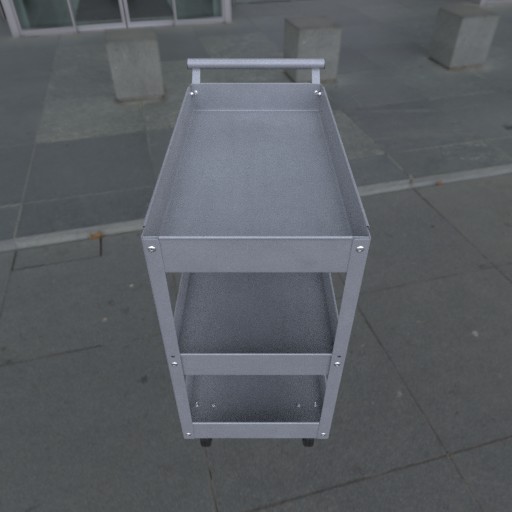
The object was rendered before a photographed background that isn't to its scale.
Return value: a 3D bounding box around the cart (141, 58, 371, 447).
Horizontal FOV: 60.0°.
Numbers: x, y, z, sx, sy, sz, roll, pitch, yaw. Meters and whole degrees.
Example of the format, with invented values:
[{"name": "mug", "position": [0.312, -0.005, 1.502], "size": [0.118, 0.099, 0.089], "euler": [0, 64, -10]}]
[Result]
[{"name": "cart", "position": [0.000, 0.000, 1.161], "size": [0.366, 0.780, 0.719], "euler": [0, 41, 0]}]
